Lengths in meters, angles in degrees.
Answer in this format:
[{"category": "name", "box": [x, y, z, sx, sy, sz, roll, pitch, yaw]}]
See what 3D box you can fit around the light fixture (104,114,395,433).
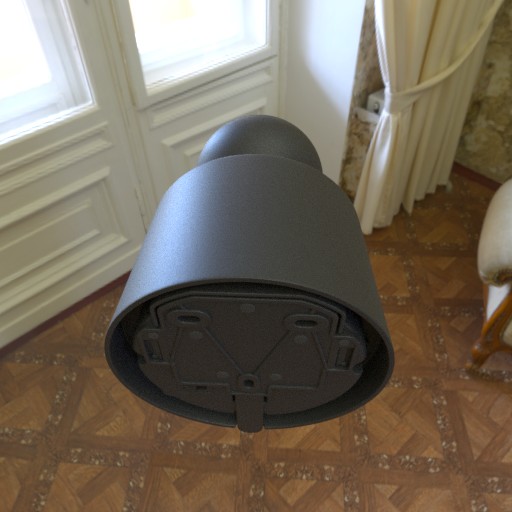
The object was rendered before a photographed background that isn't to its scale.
[{"category": "light fixture", "box": [0.000, 0.000, 0.267, 0.134, 0.143, 0.160, 2, 46, 2]}]
